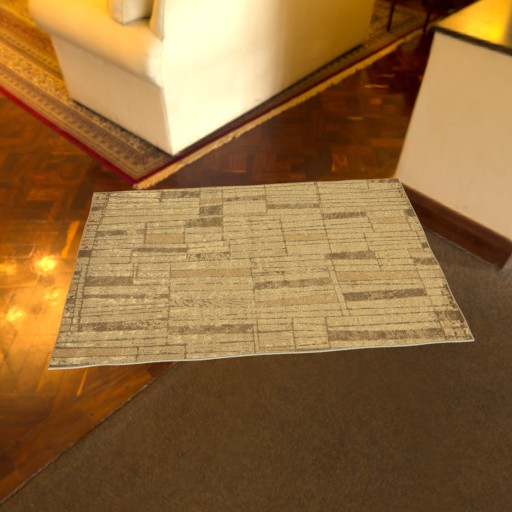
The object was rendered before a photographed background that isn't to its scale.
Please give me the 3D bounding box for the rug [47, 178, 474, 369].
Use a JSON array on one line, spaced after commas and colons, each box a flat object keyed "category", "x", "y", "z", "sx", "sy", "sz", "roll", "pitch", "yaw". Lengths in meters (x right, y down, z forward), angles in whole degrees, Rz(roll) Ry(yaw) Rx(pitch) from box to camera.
[{"category": "rug", "x": 0.000, "y": 0.000, "z": 3.030, "sx": 2.444, "sy": 0.023, "sz": 1.531, "roll": -3, "pitch": 48, "yaw": -3}]
